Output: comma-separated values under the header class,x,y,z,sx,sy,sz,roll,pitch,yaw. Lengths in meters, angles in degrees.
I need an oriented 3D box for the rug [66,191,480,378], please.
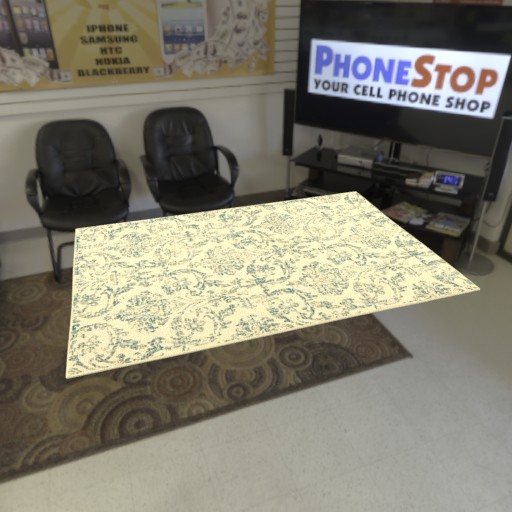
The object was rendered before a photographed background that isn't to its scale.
class,x,y,z,sx,sy,sz,roll,pitch,yaw
rug,0.000,0.000,3.504,2.746,0.018,1.819,-9,33,-15
